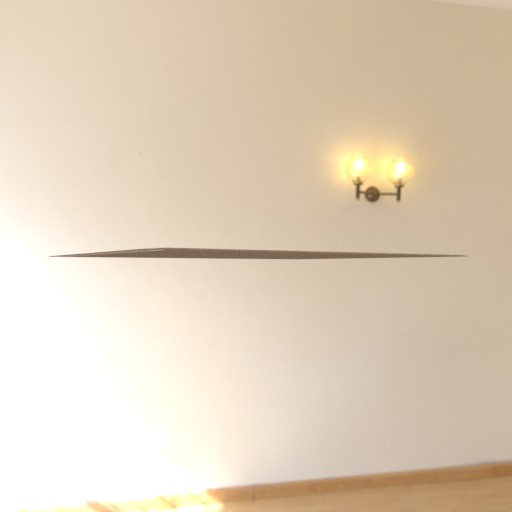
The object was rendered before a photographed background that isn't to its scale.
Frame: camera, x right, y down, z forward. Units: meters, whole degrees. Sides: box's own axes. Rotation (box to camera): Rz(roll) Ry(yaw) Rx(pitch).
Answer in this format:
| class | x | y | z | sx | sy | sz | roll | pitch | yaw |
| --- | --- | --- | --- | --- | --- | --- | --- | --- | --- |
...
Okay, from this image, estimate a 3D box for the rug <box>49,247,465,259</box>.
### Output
| class | x | y | z | sx | sy | sz | roll | pitch | yaw |
| --- | --- | --- | --- | --- | --- | --- | --- | --- | --- |
| rug | 0.000 | 0.000 | 3.862 | 2.910 | 0.013 | 2.256 | 1 | -1 | -36 |
